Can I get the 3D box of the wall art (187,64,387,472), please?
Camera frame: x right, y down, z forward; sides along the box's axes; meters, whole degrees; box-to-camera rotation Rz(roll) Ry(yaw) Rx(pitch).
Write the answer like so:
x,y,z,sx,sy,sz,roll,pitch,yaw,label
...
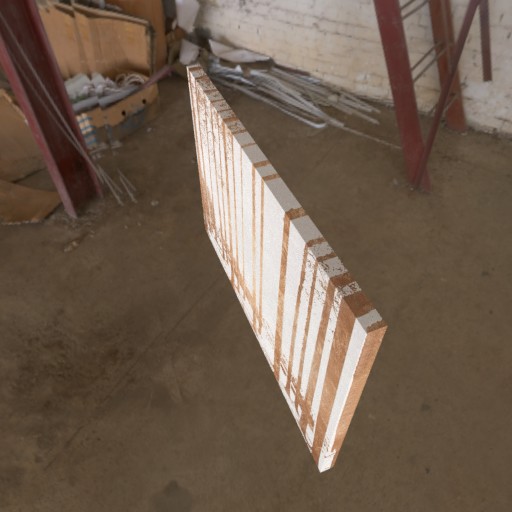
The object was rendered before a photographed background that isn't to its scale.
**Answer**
x,y,z,sx,sy,sz,roll,pitch,yaw,label
0.000,0.000,1.138,0.035,0.609,0.914,-17,49,-15,wall art
